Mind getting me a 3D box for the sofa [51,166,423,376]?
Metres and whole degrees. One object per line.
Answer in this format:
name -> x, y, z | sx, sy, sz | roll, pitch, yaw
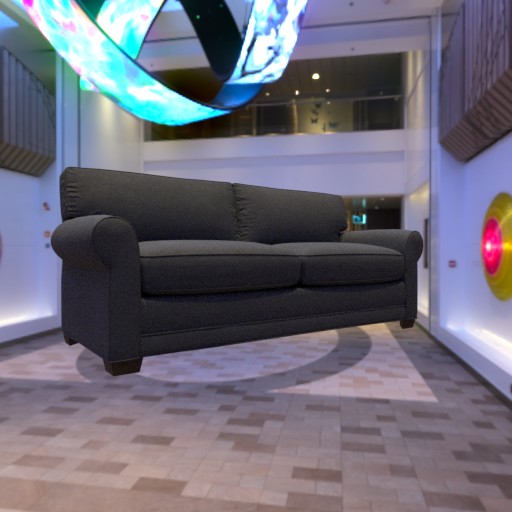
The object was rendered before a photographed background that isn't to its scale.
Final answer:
sofa -> 0.000, 0.000, 2.883 | 2.391, 1.026, 0.954 | 0, 1, -36
